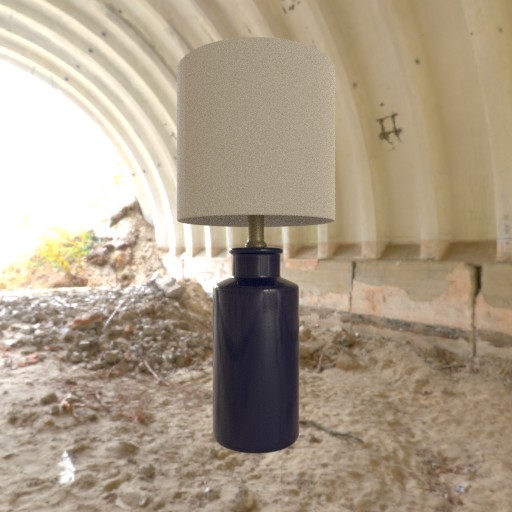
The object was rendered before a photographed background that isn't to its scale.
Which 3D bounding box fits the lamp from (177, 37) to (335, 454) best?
[{"bbox_3d":[0.000,0.000,0.603,0.212,0.493,0.212,0,0,20],"label":"lamp"}]
